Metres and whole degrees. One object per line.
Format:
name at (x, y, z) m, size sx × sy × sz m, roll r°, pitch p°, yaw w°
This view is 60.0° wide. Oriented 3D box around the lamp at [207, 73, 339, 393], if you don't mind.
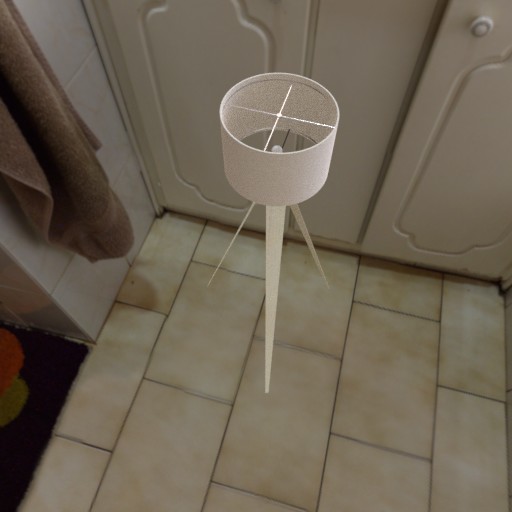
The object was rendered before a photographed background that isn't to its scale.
lamp at (0.000, 0.000, 1.926) m, size 0.716 × 1.524 × 0.724 m, roll 15°, pitch 60°, yaw 9°
